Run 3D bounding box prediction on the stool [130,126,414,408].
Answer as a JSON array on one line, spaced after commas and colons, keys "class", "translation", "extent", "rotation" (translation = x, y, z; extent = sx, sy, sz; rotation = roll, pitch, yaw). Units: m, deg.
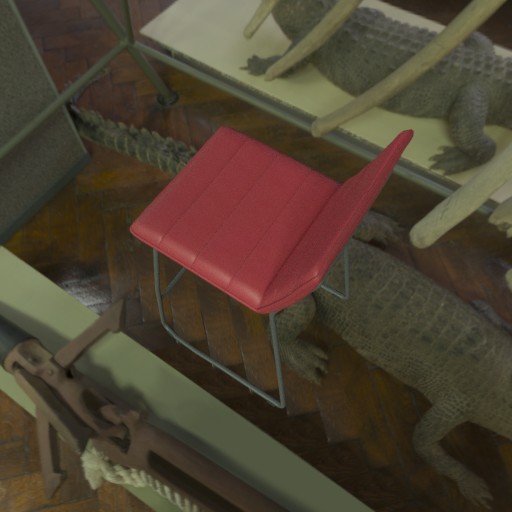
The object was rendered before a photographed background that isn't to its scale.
[{"class": "stool", "translation": [0.000, 0.000, 1.237], "extent": [0.524, 0.937, 0.489], "rotation": [30, 66, 15]}]
